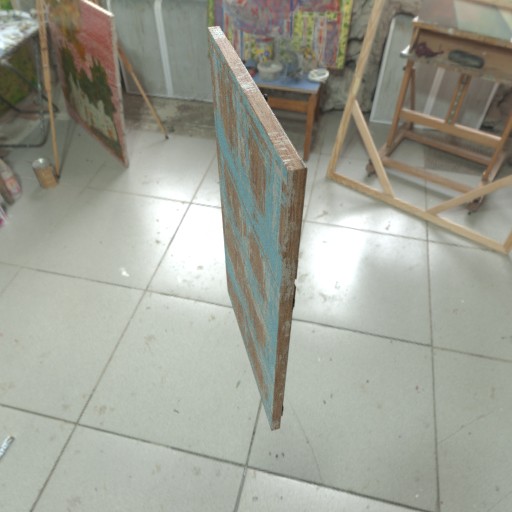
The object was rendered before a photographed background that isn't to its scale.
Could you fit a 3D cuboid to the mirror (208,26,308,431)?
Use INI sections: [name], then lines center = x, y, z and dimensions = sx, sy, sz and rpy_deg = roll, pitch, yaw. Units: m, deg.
[mirror]
center = 0.000, 0.000, 1.489
dimensions = 0.083, 1.213, 0.707
rpy_deg = -12, 48, -11
